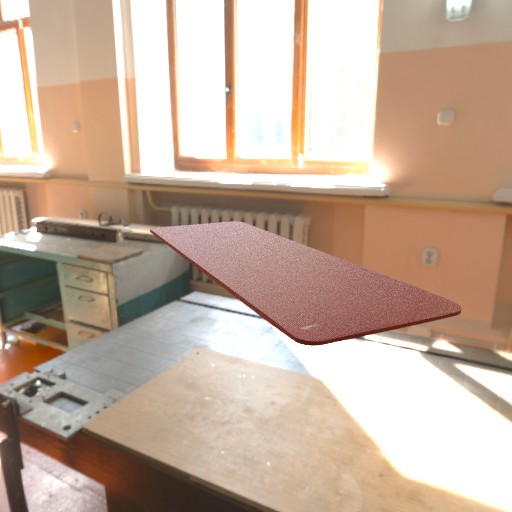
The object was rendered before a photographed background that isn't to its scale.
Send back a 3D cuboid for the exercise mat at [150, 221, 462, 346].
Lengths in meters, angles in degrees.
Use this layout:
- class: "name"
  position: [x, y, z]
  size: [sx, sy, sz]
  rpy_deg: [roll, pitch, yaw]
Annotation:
- class: "exercise mat"
  position: [0.000, 0.000, 2.104]
  size: [0.616, 0.021, 1.869]
  rpy_deg: [-7, 16, -25]
